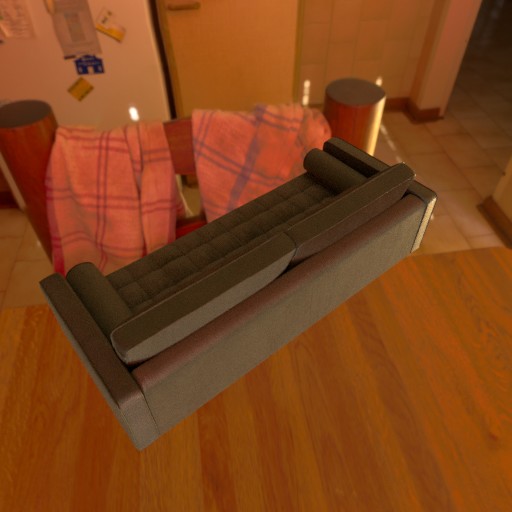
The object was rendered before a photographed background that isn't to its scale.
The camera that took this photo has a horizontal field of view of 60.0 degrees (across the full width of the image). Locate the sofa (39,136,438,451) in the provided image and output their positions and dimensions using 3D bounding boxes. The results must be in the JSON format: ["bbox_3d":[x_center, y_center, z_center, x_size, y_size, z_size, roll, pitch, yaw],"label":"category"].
[{"bbox_3d":[0.000,0.000,2.641,2.199,0.769,0.918,-31,53,-26],"label":"sofa"}]
